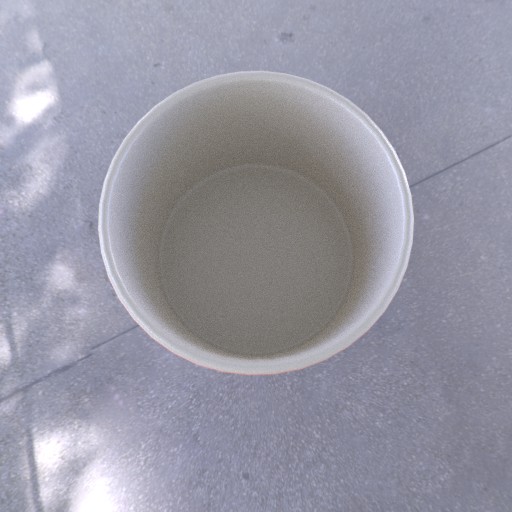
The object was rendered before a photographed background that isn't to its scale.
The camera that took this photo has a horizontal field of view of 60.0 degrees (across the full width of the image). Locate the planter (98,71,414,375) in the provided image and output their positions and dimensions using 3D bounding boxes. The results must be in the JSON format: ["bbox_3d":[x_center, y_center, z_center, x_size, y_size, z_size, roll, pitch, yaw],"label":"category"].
[{"bbox_3d":[0.000,0.000,0.395,0.199,0.268,0.199,0,78,0],"label":"planter"}]
